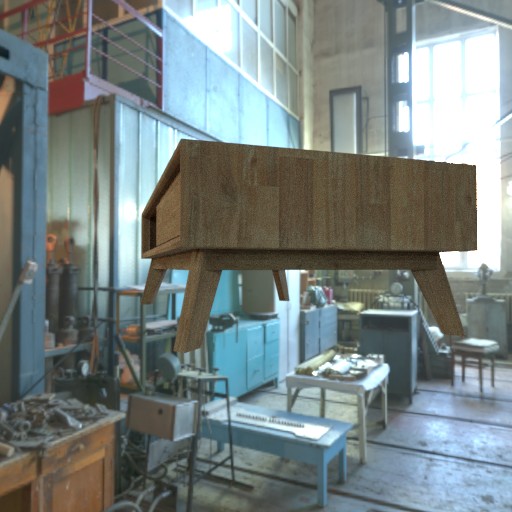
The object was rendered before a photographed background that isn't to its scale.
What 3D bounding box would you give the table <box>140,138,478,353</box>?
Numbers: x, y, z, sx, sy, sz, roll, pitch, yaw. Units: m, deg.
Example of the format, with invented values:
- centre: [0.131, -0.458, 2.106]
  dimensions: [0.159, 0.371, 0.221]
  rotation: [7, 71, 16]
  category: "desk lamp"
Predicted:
- centre: [0.000, 0.000, 1.985]
  dimensions: [0.918, 0.531, 1.619]
  rotation: [0, -1, -18]
  category: "table"
